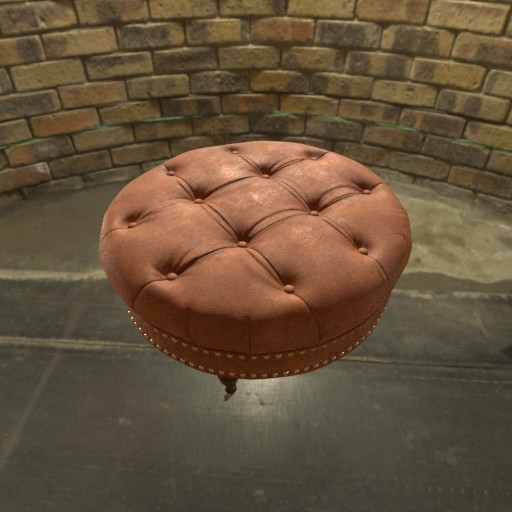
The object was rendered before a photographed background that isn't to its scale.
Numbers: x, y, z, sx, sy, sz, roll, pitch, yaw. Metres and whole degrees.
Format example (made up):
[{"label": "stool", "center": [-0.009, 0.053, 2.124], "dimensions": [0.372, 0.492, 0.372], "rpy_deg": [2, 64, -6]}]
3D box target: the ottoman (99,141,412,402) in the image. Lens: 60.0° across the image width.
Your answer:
[{"label": "ottoman", "center": [0.000, 0.000, 1.412], "dimensions": [0.901, 0.444, 0.901], "rpy_deg": [0, 41, 0]}]
